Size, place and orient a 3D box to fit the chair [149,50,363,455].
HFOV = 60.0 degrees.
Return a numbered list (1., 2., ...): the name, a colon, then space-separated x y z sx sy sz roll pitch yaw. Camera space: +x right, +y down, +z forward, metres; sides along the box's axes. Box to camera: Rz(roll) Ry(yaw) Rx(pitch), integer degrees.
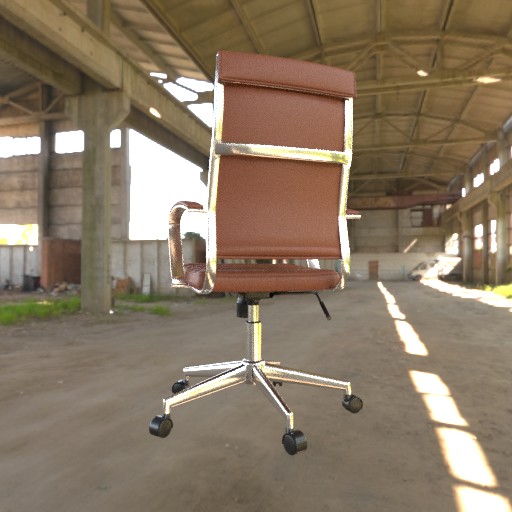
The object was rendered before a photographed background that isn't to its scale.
1. chair: 0.000 0.000 1.602 0.766 1.149 0.739 0 -1 -19
